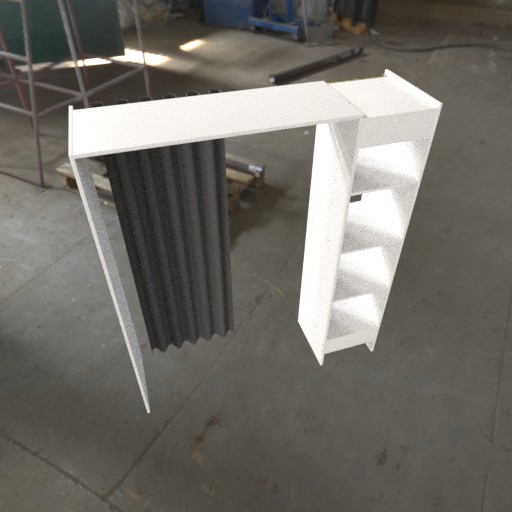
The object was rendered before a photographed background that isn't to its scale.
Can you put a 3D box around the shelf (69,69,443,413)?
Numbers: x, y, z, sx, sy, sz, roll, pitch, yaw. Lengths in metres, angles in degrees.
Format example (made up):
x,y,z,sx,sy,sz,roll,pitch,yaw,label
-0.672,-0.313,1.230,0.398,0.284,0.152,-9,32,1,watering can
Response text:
x,y,z,sx,sy,sz,roll,pitch,yaw,label
0.000,0.000,2.578,1.600,1.810,0.500,-12,42,-13,shelf
